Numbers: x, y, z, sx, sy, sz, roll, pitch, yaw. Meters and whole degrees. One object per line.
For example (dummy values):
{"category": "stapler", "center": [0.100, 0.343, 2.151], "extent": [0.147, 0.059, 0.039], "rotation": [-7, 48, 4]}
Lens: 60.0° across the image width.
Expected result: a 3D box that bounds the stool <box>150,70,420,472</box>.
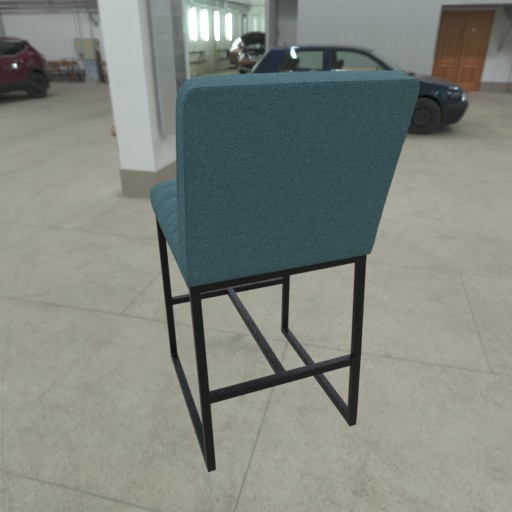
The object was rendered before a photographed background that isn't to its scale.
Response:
{"category": "stool", "center": [0.000, 0.000, 1.184], "extent": [0.460, 0.940, 0.560], "rotation": [-10, 28, -19]}
